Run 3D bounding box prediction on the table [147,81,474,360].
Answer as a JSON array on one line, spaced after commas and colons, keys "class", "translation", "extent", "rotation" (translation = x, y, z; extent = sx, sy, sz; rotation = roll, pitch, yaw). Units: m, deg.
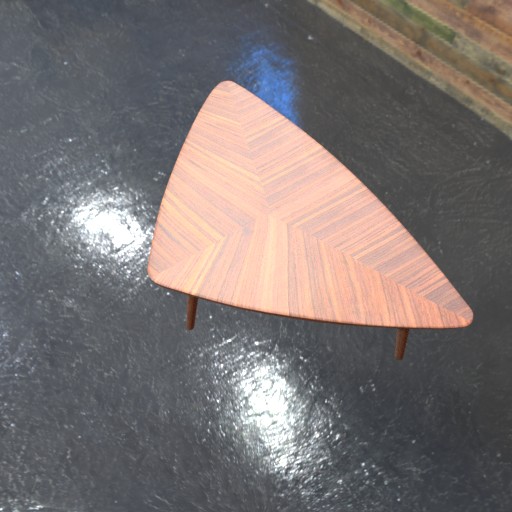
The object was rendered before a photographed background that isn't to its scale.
[{"class": "table", "translation": [0.000, 0.000, 1.274], "extent": [0.601, 0.365, 1.008], "rotation": [-30, 63, -18]}]
